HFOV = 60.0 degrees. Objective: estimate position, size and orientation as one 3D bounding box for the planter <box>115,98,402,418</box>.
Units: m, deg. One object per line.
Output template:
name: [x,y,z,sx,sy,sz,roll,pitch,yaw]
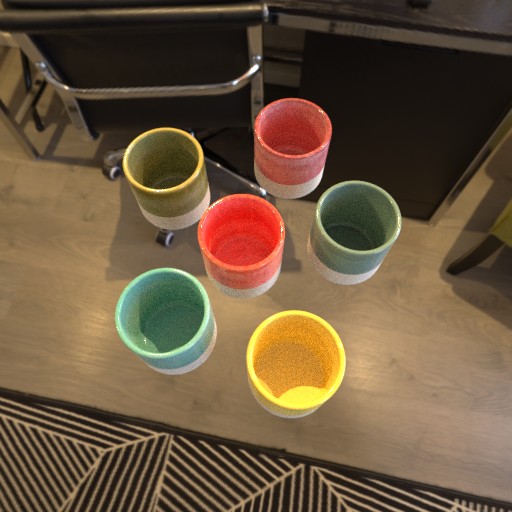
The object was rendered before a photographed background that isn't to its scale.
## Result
planter: [0.000,0.000,0.410,0.257,0.075,0.286,-18,66,-8]
